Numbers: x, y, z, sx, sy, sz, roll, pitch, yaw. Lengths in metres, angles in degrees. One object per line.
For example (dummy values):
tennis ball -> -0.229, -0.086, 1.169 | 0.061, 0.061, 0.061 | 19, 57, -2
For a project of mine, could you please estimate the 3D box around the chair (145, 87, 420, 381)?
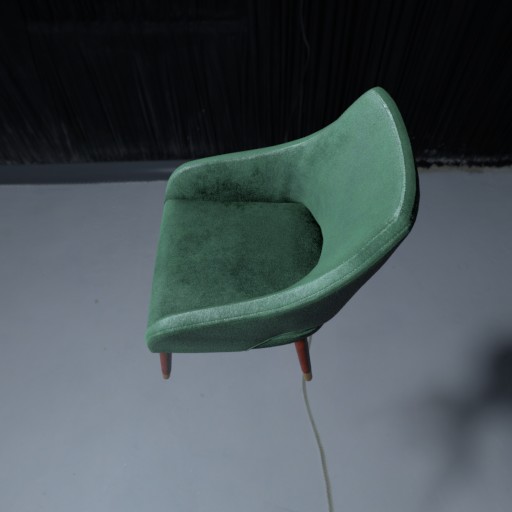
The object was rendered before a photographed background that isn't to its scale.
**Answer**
chair -> 0.000, 0.000, 1.564 | 0.794, 1.081, 0.683 | 0, 58, 0
